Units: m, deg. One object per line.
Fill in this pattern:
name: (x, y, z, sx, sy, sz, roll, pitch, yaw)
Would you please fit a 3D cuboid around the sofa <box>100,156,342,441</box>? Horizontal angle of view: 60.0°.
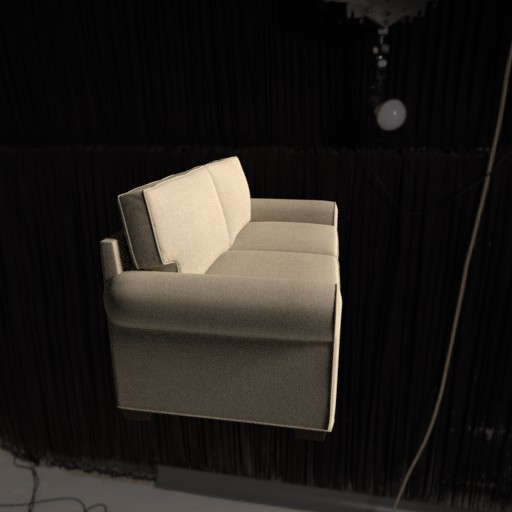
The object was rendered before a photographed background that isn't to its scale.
sofa: (0.000, 0.000, 2.338, 0.861, 0.933, 1.774, 3, 17, 9)
